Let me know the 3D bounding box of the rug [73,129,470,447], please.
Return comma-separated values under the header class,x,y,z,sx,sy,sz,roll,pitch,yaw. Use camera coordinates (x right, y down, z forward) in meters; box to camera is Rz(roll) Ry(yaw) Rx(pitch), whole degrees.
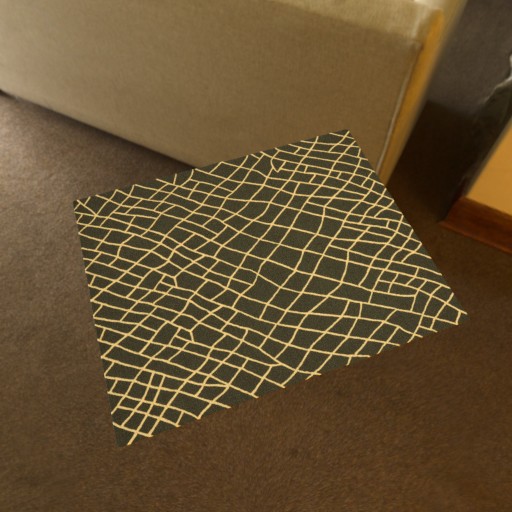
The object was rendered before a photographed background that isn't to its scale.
class,x,y,z,sx,sy,sz,roll,pitch,yaw
rug,0.000,0.000,4.124,3.047,0.022,2.439,-17,61,-10
